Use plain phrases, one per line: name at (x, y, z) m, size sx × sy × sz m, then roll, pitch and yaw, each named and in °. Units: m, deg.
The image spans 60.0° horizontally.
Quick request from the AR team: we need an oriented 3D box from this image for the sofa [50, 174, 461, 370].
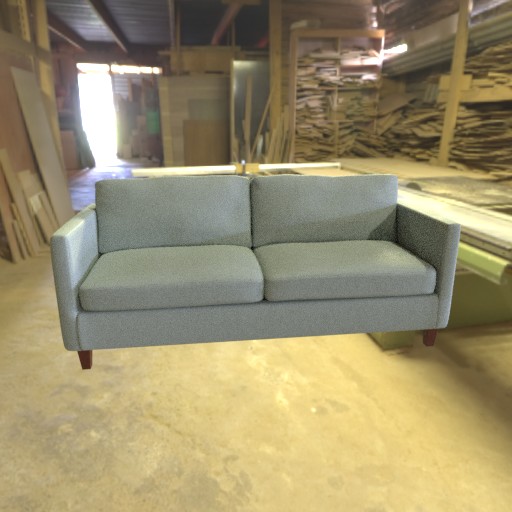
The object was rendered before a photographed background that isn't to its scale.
sofa at (0.000, 0.000, 2.815) m, size 2.208 × 0.965 × 0.951 m, roll -2°, pitch 17°, yaw -7°
